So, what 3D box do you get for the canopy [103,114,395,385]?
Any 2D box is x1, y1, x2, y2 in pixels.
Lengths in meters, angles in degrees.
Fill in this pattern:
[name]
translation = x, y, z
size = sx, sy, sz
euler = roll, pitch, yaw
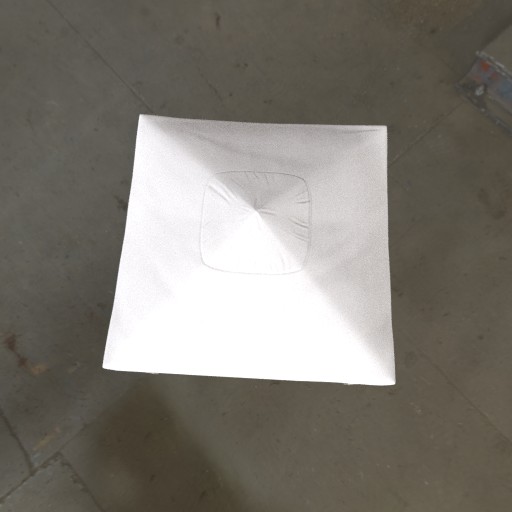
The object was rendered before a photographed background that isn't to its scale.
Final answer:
[canopy]
translation = 0.000, 0.000, 5.611
size = 2.998, 2.997, 2.996
euler = 3, 74, 1
